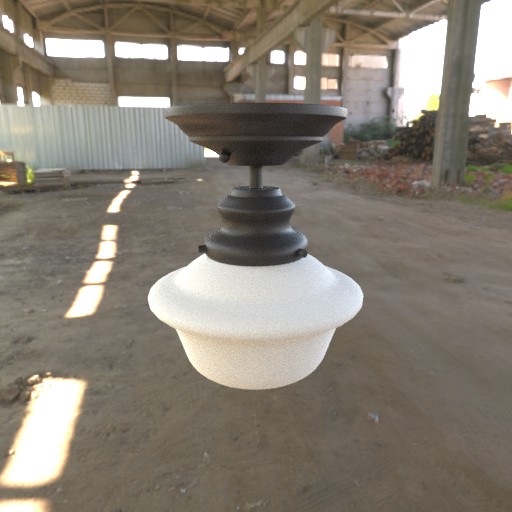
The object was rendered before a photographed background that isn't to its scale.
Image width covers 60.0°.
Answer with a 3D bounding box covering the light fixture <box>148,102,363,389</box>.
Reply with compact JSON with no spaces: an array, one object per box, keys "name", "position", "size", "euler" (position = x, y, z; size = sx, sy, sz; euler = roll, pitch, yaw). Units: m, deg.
[{"name":"light fixture","position":[0.000,0.000,0.406],"size":[0.197,0.254,0.197],"euler":[0,14,0]}]
